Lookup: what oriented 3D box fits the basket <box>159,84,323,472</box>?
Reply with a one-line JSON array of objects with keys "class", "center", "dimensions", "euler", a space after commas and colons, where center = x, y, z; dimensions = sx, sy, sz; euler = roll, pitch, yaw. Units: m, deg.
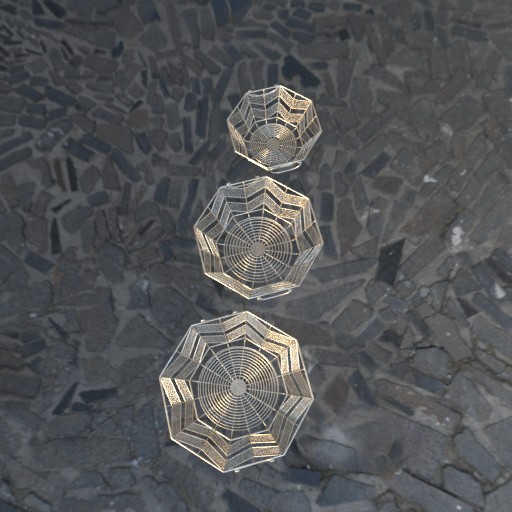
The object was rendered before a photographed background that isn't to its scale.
[{"class": "basket", "center": [0.000, 0.000, 1.419], "dimensions": [0.432, 0.178, 1.246], "euler": [7, 74, 2]}]
